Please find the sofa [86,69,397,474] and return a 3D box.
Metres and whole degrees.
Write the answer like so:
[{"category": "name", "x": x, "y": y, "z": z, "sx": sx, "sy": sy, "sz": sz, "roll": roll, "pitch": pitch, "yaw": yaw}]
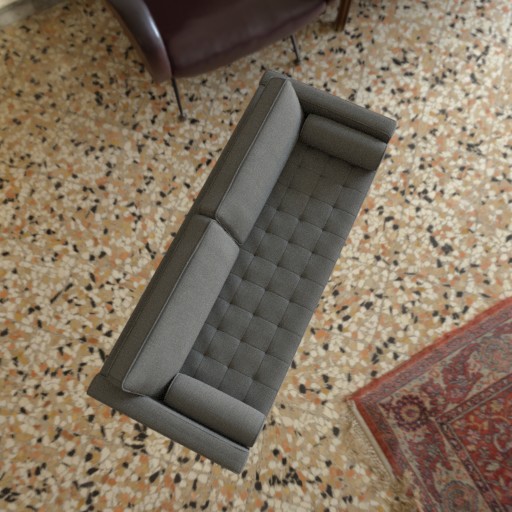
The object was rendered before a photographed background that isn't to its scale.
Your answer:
[{"category": "sofa", "x": 0.000, "y": 0.000, "z": 2.665, "sx": 0.914, "sy": 0.762, "sz": 2.198, "roll": 25, "pitch": 76, "yaw": 7}]
